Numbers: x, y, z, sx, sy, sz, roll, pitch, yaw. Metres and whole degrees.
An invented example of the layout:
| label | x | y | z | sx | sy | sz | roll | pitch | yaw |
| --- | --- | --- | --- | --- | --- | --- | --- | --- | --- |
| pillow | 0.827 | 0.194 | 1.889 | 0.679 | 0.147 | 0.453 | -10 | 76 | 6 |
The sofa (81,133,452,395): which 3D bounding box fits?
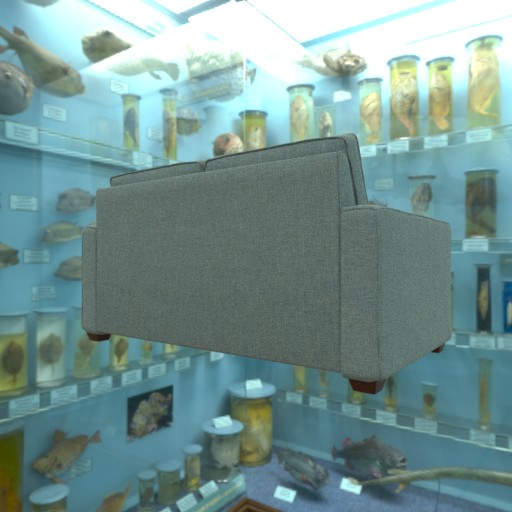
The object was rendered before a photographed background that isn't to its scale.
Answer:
| label | x | y | z | sx | sy | sz | roll | pitch | yaw |
| --- | --- | --- | --- | --- | --- | --- | --- | --- | --- |
| sofa | 0.000 | 0.000 | 2.272 | 1.706 | 0.915 | 0.945 | 0 | 0 | 37 |
